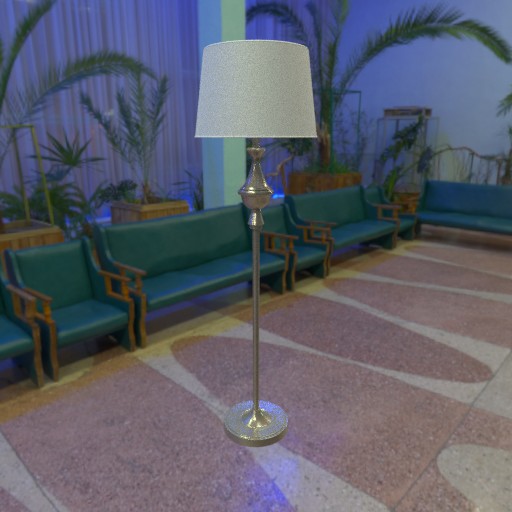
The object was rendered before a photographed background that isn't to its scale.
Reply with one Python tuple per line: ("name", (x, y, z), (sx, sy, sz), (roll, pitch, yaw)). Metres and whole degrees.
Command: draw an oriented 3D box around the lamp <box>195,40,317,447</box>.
("lamp", (0.000, 0.000, 1.683), (0.431, 1.488, 0.431), (0, 15, 0))
